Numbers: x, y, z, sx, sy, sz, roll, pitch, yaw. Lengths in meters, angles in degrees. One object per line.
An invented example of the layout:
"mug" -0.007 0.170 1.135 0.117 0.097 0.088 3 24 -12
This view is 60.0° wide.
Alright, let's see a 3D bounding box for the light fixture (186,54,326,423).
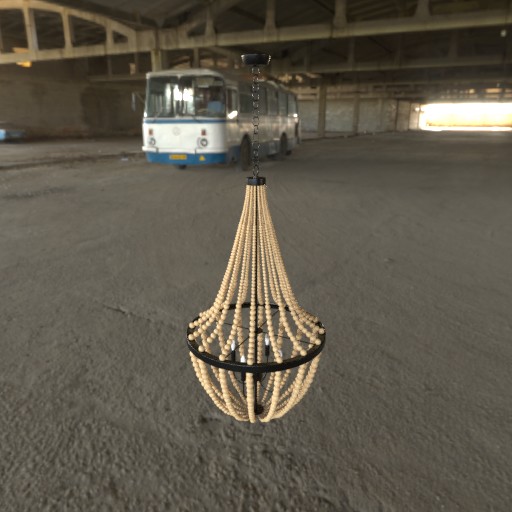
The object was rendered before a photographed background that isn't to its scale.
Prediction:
"light fixture" 0.000 0.000 1.368 0.450 1.133 0.450 0 17 0
